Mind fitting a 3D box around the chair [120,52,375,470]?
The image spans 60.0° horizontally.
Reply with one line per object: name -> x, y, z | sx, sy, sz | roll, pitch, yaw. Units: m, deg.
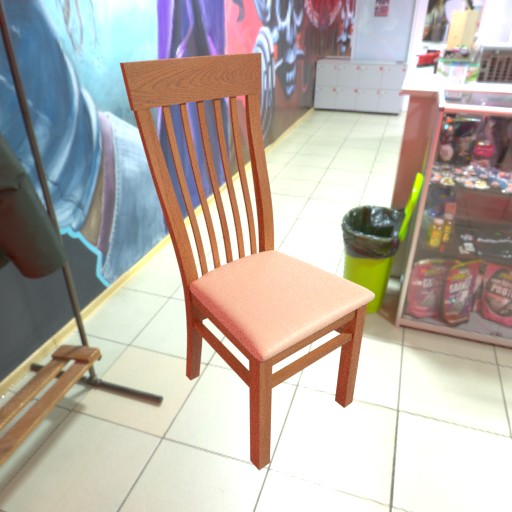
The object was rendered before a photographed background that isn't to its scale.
chair -> 0.000, 0.000, 1.323 | 0.450, 1.050, 0.580 | -21, 36, -33
